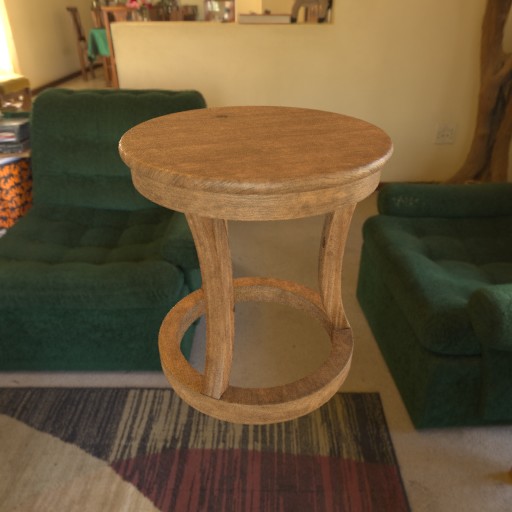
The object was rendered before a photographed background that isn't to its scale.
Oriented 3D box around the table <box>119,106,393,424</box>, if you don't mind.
[{"bbox_3d":[0.000,0.000,0.831,0.432,0.460,0.432,0,30,0],"label":"table"}]
